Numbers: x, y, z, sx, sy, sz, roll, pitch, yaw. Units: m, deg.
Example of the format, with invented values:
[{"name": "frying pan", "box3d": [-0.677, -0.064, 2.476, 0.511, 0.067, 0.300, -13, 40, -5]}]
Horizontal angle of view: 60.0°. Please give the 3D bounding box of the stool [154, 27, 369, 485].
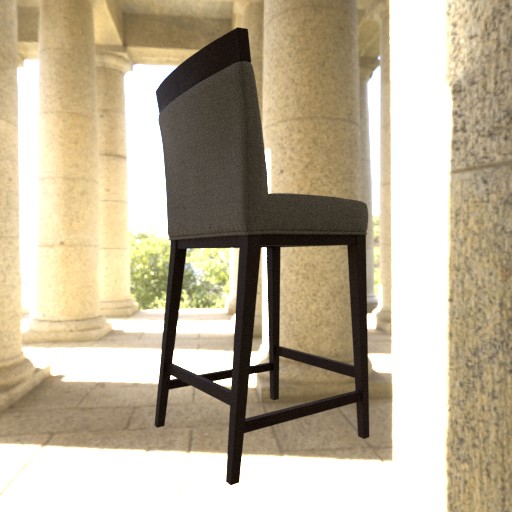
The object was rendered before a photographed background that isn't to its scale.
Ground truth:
[{"name": "stool", "box3d": [0.000, 0.000, 1.413, 0.531, 1.117, 0.511, 0, 0, -35]}]
